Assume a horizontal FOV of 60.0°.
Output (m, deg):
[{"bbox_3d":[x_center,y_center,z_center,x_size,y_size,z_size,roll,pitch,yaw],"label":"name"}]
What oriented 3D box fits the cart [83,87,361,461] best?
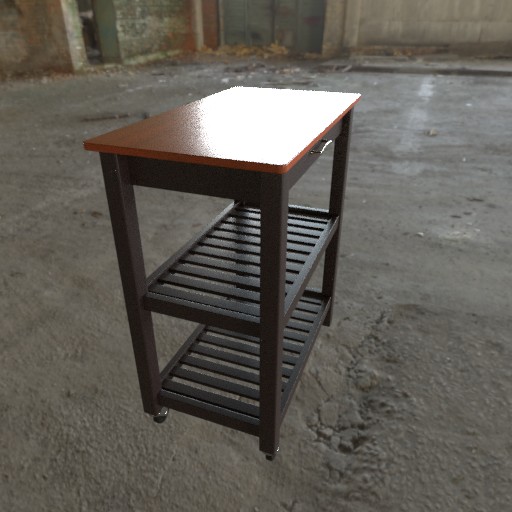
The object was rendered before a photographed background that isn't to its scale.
[{"bbox_3d":[0.000,0.000,1.462,0.457,0.927,0.899,11,31,18],"label":"cart"}]
